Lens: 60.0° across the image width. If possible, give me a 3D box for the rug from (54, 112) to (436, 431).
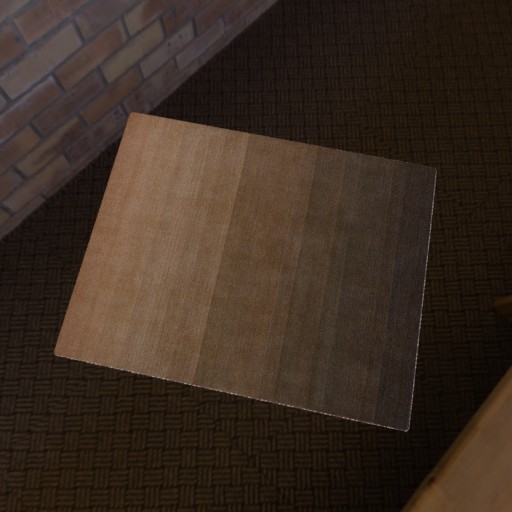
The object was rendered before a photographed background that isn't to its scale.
[{"bbox_3d":[0.000,0.000,3.825,2.902,0.017,2.305,11,75,3],"label":"rug"}]
